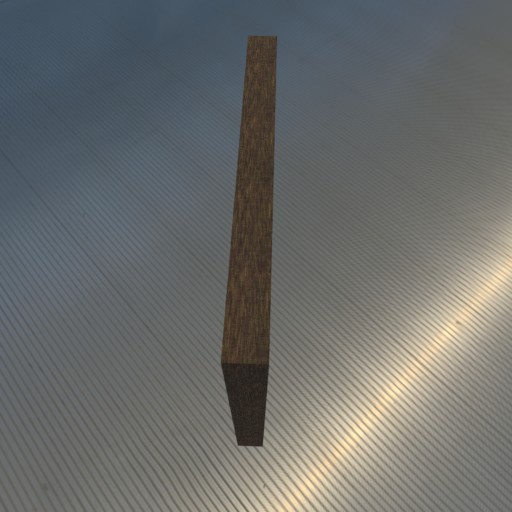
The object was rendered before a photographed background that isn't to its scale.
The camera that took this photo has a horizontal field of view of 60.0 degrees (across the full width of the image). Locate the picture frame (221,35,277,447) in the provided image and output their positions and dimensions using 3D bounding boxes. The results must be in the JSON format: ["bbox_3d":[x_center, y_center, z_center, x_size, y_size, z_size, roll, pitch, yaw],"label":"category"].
[{"bbox_3d":[0.000,0.000,0.538,0.033,0.330,0.378,2,58,1],"label":"picture frame"}]
